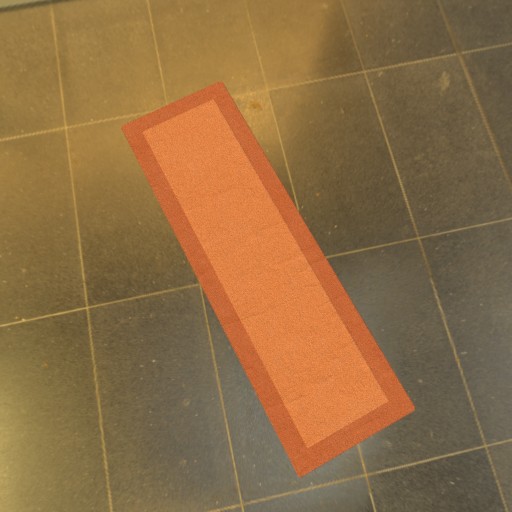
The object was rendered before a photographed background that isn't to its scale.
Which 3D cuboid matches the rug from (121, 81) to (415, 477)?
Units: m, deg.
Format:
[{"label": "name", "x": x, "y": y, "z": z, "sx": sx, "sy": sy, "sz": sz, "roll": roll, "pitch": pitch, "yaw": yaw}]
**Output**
[{"label": "rug", "x": 0.000, "y": 0.000, "z": 2.724, "sx": 0.914, "sy": 0.013, "sz": 2.471, "roll": -31, "pitch": 77, "yaw": -8}]
